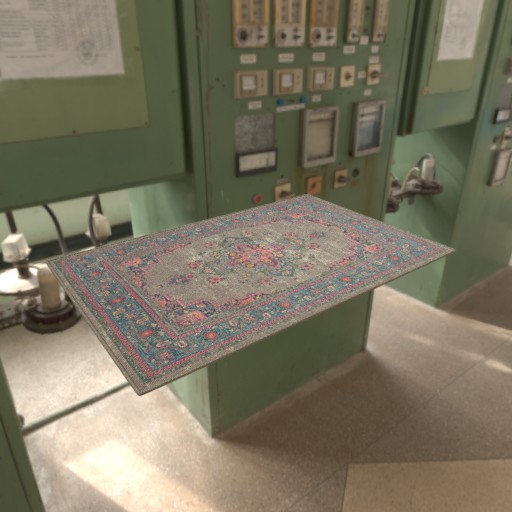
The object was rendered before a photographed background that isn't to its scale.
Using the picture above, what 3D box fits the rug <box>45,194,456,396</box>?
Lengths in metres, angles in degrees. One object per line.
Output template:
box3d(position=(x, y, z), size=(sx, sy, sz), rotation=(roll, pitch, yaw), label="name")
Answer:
box3d(position=(0.000, 0.000, 2.241), size=(1.748, 0.014, 1.144), rotation=(-18, 32, -32), label="rug")
